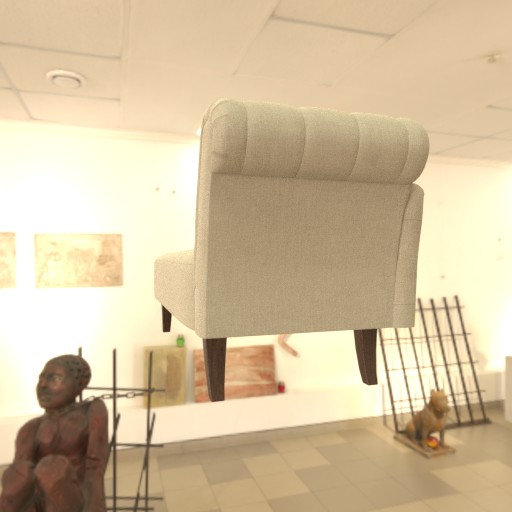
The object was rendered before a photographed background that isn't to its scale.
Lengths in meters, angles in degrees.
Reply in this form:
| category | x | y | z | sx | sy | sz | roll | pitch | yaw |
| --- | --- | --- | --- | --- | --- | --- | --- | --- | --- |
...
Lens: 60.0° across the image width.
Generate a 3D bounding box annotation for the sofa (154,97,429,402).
| category | x | y | z | sx | sy | sz | roll | pitch | yaw |
| --- | --- | --- | --- | --- | --- | --- | --- | --- | --- |
| sofa | 0.000 | 0.000 | 1.755 | 0.675 | 0.787 | 1.379 | 0 | 0 | -18 |
